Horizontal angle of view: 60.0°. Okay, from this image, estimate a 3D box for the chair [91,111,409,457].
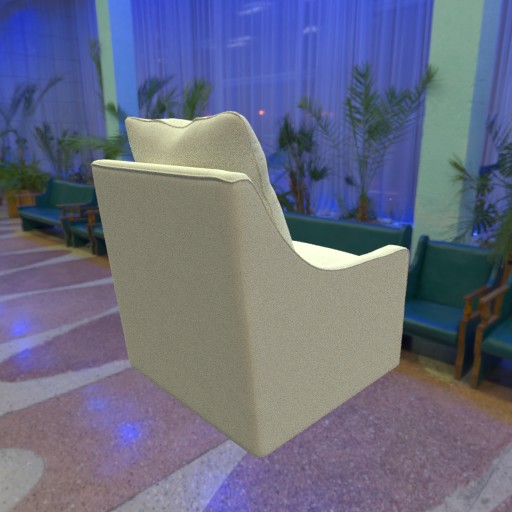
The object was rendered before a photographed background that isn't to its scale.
[{"bbox_3d":[0.000,0.000,1.613,0.876,0.965,0.756,-14,21,-42],"label":"chair"}]
